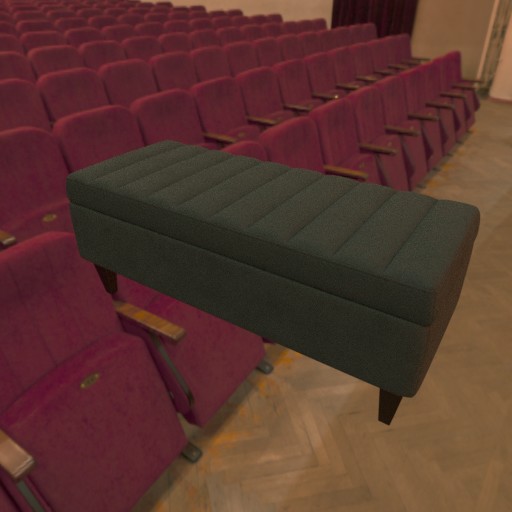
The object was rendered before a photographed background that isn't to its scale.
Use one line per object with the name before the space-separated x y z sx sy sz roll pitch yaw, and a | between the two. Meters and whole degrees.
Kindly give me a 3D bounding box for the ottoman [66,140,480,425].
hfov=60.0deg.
ottoman | 0.000 0.000 1.385 1.151 0.469 0.482 19 36 28
